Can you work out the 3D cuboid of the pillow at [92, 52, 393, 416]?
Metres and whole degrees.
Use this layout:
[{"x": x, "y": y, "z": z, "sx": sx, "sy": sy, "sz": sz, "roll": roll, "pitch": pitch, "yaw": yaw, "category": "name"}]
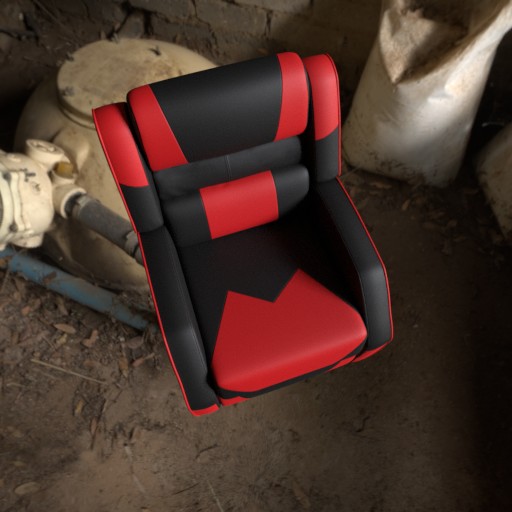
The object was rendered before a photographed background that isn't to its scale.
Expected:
[{"x": 0.000, "y": 0.000, "z": 1.274, "sx": 0.620, "sy": 0.805, "sz": 0.672, "roll": -17, "pitch": 64, "yaw": -8, "category": "pillow"}]
